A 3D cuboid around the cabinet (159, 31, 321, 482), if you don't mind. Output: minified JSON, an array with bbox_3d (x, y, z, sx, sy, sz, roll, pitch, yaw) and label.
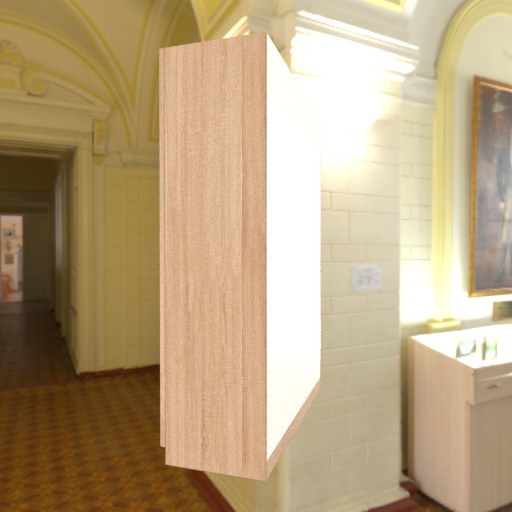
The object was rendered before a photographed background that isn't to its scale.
[{"bbox_3d":[0.000,0.000,2.889,0.590,2.120,1.500,0,1,18],"label":"cabinet"}]
